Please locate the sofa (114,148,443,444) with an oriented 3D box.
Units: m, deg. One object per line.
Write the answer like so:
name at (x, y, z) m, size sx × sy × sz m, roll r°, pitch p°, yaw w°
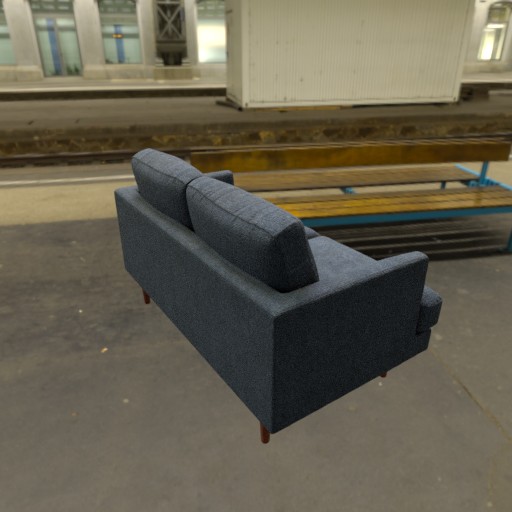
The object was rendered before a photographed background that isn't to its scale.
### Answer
sofa at (0.000, 0.000, 2.241) m, size 0.903 × 0.944 × 1.582 m, roll -16°, pitch 30°, yaw -30°
